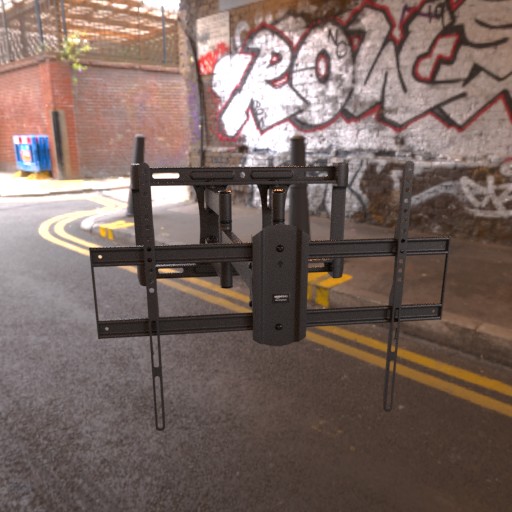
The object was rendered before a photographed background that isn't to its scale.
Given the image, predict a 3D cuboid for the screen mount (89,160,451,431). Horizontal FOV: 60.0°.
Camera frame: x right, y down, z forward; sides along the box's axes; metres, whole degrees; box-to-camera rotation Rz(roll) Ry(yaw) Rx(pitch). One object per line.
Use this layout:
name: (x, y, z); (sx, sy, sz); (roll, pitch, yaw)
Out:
screen mount: (0.000, 0.000, 1.098); (0.661, 0.491, 0.644); (-2, 15, -7)
